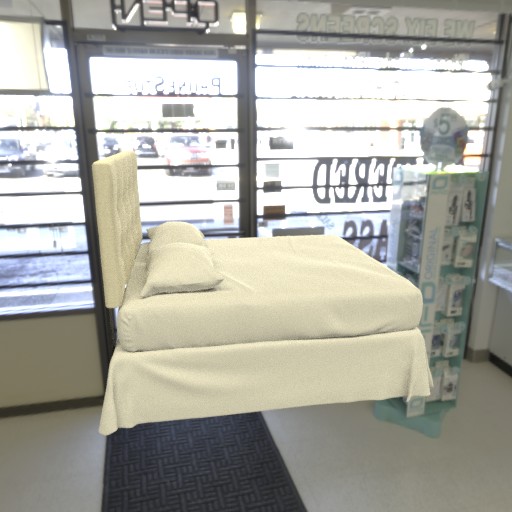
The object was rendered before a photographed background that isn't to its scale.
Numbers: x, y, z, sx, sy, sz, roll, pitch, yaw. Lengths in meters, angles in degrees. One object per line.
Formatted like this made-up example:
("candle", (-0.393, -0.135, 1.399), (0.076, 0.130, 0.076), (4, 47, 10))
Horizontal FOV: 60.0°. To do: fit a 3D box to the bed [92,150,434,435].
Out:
("bed", (0.000, 0.000, 3.493), (2.222, 1.577, 1.936), (-3, 16, -9))
